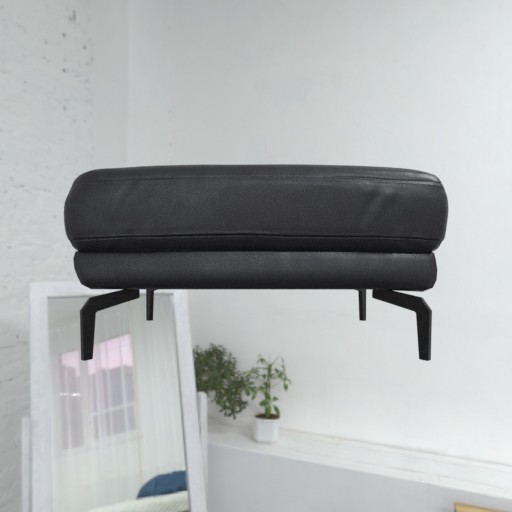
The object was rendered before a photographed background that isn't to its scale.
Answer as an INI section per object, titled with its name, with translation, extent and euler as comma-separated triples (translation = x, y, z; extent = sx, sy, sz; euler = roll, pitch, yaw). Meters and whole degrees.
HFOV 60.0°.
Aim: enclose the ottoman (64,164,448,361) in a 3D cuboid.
[ottoman]
translation = 0.000, 0.000, 1.116
extent = 0.764, 0.402, 0.570
euler = 0, 0, 0
